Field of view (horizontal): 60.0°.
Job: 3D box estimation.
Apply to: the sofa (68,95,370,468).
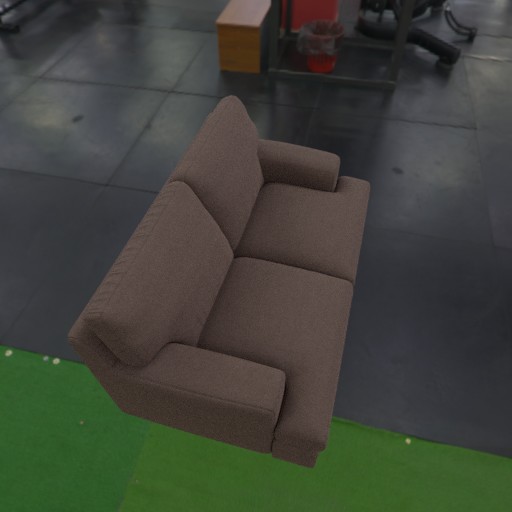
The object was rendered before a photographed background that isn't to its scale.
[{"bbox_3d":[0.000,0.000,2.506,1.140,0.950,1.869,12,50,10],"label":"sofa"}]
